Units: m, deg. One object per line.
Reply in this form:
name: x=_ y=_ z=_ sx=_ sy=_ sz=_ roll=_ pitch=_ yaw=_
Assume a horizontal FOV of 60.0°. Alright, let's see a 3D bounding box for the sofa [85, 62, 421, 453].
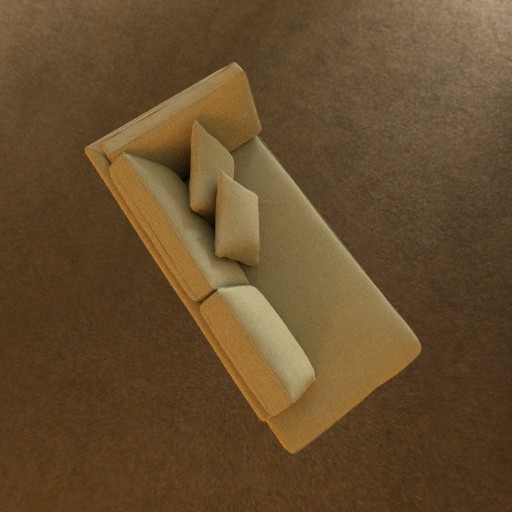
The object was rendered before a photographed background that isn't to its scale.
sofa: x=0.000 y=0.000 z=2.901 sx=1.110 sy=1.019 sz=2.238 roll=-34 pitch=77 yaw=-9
